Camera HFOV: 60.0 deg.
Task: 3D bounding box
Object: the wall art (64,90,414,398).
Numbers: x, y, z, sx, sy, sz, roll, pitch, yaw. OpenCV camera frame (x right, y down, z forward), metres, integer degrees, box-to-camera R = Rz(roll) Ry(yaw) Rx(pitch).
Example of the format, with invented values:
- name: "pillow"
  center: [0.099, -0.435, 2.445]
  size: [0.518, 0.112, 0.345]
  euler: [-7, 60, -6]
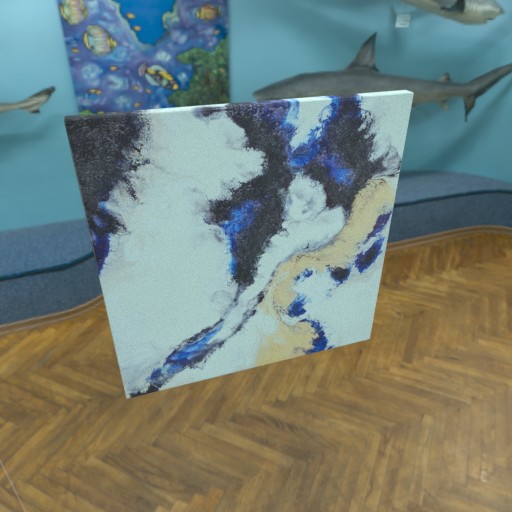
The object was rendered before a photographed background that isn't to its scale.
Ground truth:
- name: "wall art"
  center: [0.000, 0.000, 1.323]
  size: [0.887, 0.885, 0.038]
  euler: [-10, 33, -16]
